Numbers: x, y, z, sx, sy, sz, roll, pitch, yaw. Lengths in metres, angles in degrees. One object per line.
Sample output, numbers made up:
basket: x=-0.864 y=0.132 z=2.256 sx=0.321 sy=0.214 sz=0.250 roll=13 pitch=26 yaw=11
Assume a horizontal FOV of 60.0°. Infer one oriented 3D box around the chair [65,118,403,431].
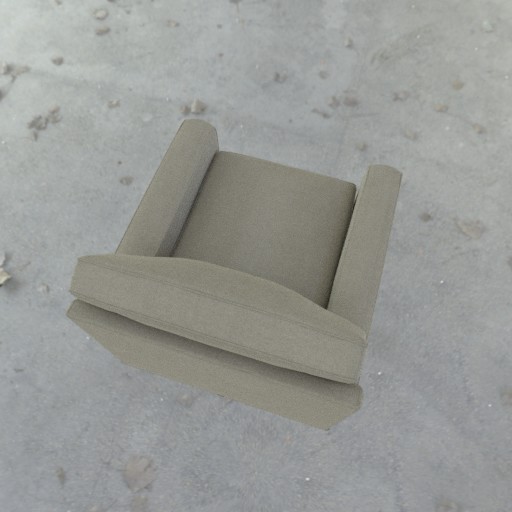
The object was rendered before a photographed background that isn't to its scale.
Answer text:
chair: x=0.000 y=0.000 z=1.837 sx=0.999 sy=0.934 sz=1.044 roll=16 pitch=65 yaw=8
